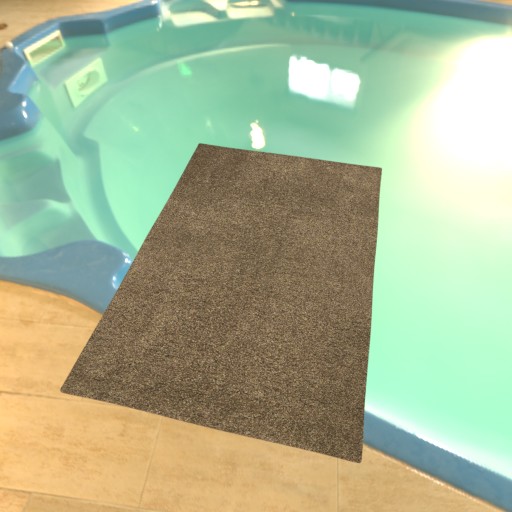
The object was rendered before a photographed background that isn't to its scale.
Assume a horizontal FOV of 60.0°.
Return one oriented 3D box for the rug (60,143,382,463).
[{"bbox_3d":[0.000,0.000,3.419,1.802,0.026,2.699,10,48,9],"label":"rug"}]
